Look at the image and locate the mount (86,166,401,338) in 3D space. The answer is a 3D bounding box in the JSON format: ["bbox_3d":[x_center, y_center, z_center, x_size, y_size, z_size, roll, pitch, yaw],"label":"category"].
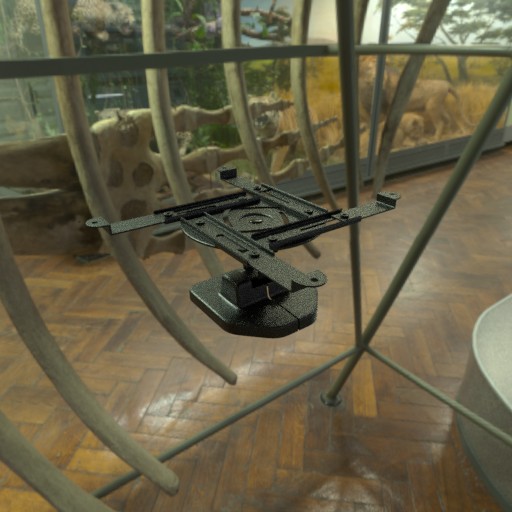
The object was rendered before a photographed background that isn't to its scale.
[{"bbox_3d":[0.000,0.000,0.607,0.394,0.141,0.394,-18,31,-32],"label":"mount"}]
